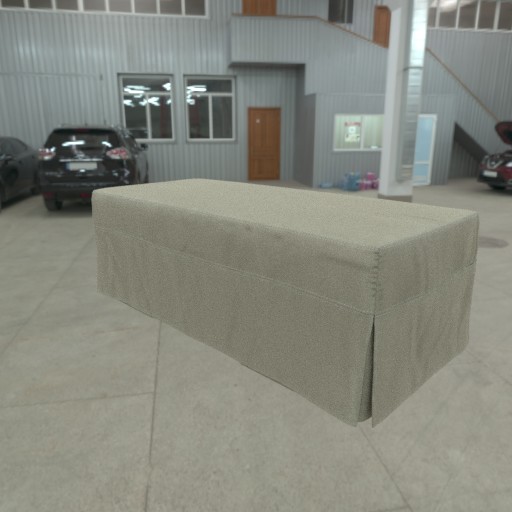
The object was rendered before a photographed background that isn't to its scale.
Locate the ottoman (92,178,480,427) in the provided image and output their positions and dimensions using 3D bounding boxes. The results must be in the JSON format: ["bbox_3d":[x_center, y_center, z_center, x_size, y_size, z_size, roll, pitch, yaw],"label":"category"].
[{"bbox_3d":[0.000,0.000,1.649,1.388,0.457,0.665,15,22,43],"label":"ottoman"}]
